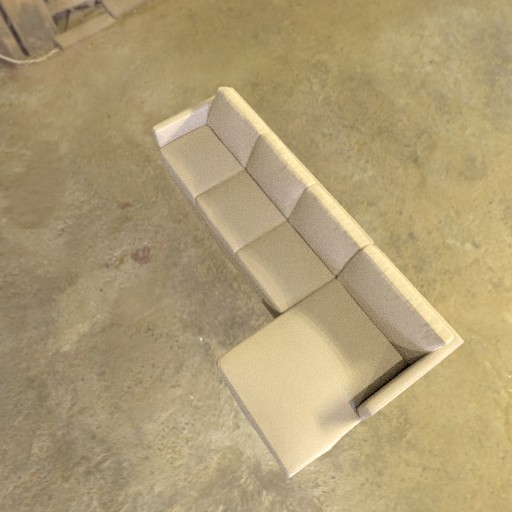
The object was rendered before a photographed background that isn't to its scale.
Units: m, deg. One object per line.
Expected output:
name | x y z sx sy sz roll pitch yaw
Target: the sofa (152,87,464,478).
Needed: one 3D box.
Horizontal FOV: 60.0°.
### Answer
sofa | 0.000 0.000 3.890 1.622 0.871 3.206 -32 68 -14
